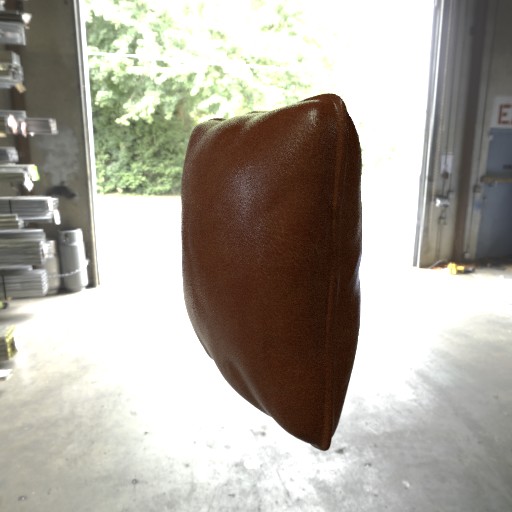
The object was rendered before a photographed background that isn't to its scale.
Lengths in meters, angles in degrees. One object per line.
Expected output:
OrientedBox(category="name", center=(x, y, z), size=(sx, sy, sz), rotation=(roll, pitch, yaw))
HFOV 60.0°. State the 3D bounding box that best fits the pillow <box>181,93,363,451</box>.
OrientedBox(category="pillow", center=(0.000, 0.000, 0.829), size=(0.236, 0.523, 0.532), rotation=(-6, 14, -25))
